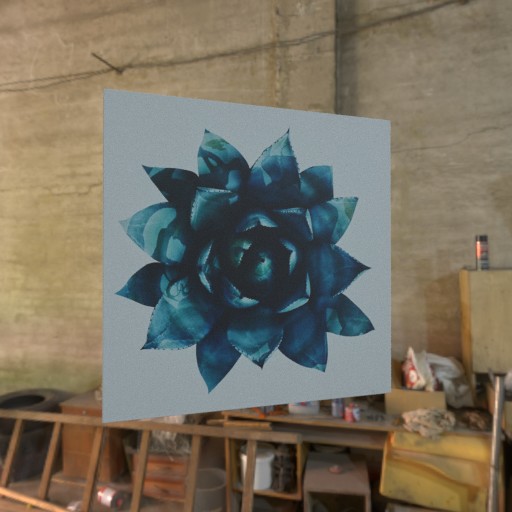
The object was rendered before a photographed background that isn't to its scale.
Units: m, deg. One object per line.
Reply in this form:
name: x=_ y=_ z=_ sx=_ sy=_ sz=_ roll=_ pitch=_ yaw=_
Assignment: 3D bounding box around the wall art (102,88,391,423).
wall art: x=0.000 y=0.000 z=0.467 sx=0.305 sy=0.305 sz=0.038 roll=0 pitch=-1 yaw=-18
